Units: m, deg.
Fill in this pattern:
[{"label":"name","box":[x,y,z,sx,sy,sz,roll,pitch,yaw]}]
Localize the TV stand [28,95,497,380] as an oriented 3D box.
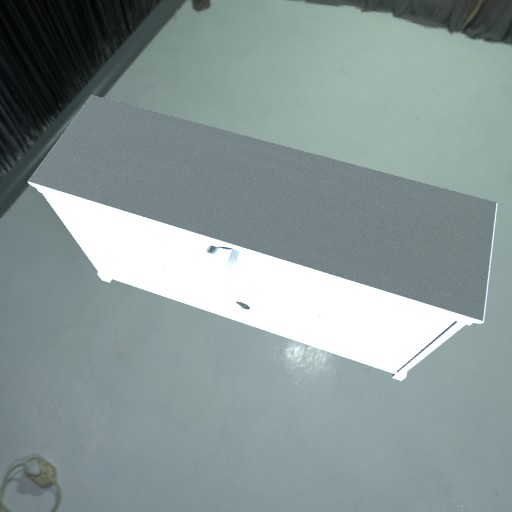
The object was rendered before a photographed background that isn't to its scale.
[{"label":"TV stand","box":[0.000,0.000,1.426,1.187,0.624,0.424,17,63,9]}]
